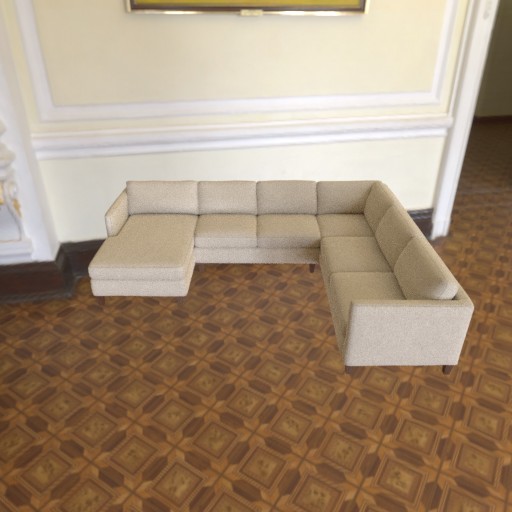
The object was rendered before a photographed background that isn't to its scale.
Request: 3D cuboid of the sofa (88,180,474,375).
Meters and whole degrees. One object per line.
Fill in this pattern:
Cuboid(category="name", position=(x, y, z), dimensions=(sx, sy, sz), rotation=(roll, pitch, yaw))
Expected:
Cuboid(category="sofa", position=(0.000, 0.000, 4.443), dimensions=(3.238, 0.853, 2.551), rotation=(0, 29, 0))
